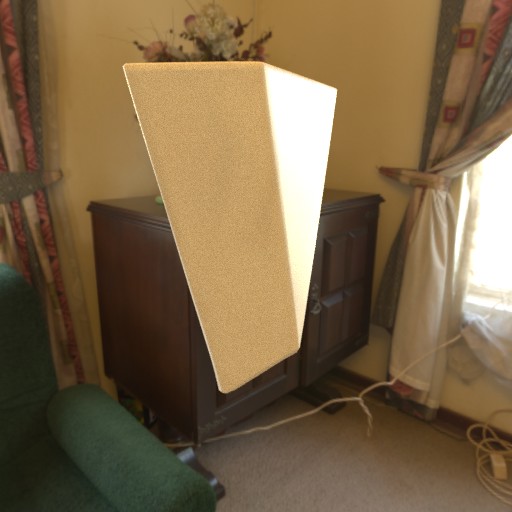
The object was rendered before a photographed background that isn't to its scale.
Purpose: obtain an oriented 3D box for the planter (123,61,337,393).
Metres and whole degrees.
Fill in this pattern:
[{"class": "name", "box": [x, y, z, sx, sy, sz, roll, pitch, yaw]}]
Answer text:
[{"class": "planter", "box": [0.000, 0.000, 0.267, 0.060, 0.197, 0.150, 7, 16, 27]}]
